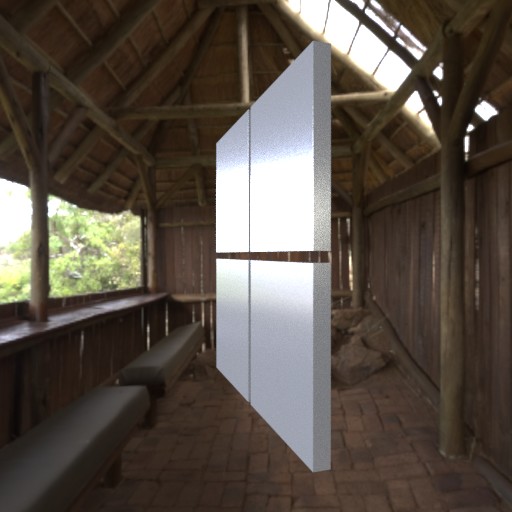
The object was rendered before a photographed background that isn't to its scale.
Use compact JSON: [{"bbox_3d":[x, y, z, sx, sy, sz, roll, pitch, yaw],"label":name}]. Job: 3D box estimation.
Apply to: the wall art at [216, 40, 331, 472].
[{"bbox_3d":[0.000,0.000,0.922,0.029,0.611,0.611,0,0,-18],"label":"wall art"}]
